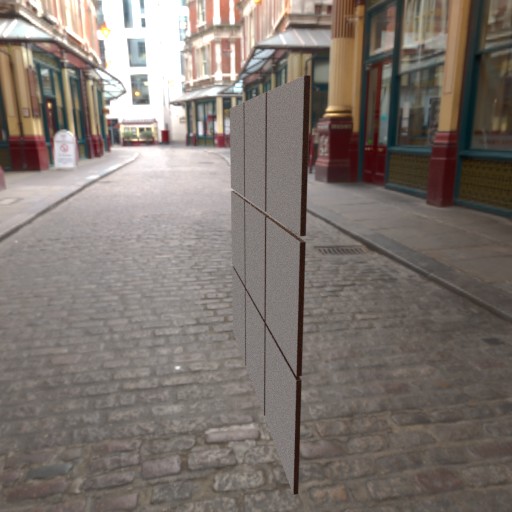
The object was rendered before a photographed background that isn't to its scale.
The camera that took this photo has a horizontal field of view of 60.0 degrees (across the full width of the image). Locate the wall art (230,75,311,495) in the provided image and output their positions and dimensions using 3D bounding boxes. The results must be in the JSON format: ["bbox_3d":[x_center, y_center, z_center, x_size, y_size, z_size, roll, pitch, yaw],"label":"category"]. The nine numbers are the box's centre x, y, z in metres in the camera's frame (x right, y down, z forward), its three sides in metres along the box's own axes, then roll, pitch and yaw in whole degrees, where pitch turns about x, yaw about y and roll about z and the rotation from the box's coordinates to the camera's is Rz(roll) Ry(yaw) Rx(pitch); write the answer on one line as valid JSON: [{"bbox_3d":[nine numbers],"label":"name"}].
[{"bbox_3d":[0.000,0.000,1.846,0.017,1.246,1.256,-3,15,-11],"label":"wall art"}]
